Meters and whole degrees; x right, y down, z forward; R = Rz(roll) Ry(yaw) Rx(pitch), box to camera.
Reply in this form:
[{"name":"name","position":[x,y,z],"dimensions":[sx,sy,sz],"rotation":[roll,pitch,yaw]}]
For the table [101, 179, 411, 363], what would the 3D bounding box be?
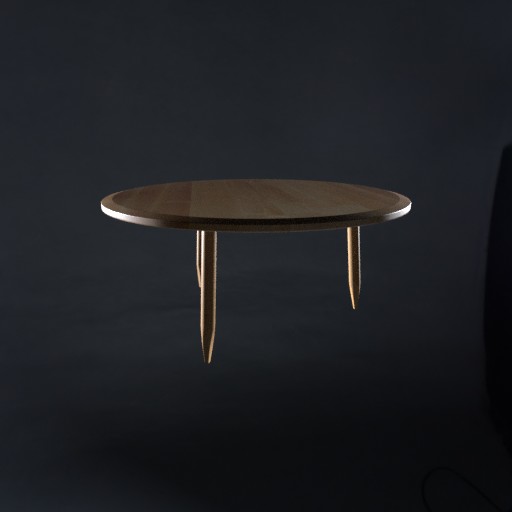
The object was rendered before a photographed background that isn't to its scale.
[{"name":"table","position":[0.000,0.000,1.411],"dimensions":[0.900,0.400,0.900],"rotation":[0,16,0]}]
